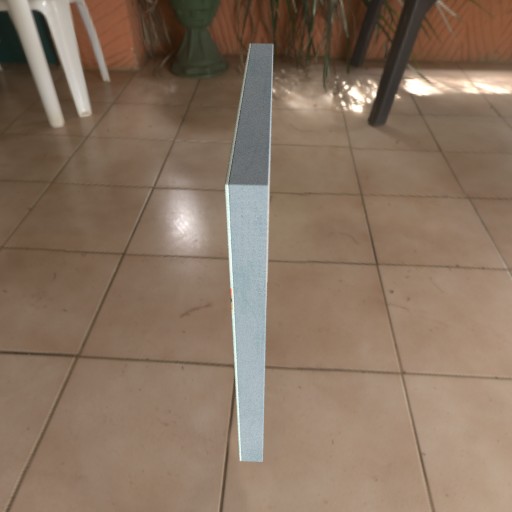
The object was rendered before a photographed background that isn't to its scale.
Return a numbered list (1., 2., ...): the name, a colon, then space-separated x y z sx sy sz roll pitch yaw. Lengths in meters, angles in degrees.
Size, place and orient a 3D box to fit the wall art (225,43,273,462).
1. wall art: 0.000 0.000 0.691 0.037 0.509 0.409 1 41 2
